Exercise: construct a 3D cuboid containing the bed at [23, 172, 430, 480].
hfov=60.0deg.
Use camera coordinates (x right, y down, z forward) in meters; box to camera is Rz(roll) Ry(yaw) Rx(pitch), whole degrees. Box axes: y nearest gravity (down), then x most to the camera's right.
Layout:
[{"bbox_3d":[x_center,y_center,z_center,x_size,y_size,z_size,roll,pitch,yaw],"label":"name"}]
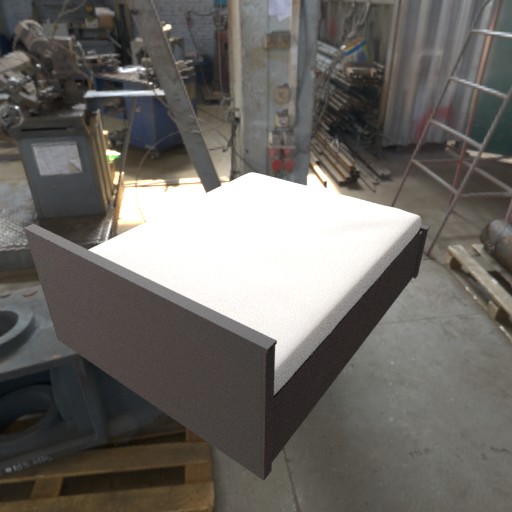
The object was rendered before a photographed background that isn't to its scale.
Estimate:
[{"bbox_3d":[0.000,0.000,2.961,1.634,0.808,2.103,21,37,30],"label":"bed"}]
